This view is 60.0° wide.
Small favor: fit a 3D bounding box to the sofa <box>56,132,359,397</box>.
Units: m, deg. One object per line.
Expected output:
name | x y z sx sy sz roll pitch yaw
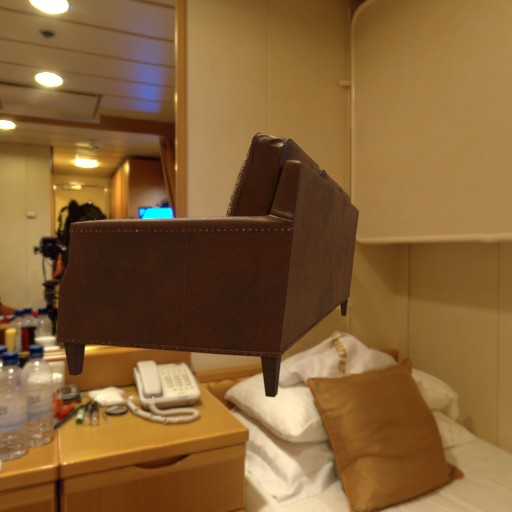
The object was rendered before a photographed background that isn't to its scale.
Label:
sofa | 0.000 0.000 2.763 1.084 1.003 2.240 0 1 18
